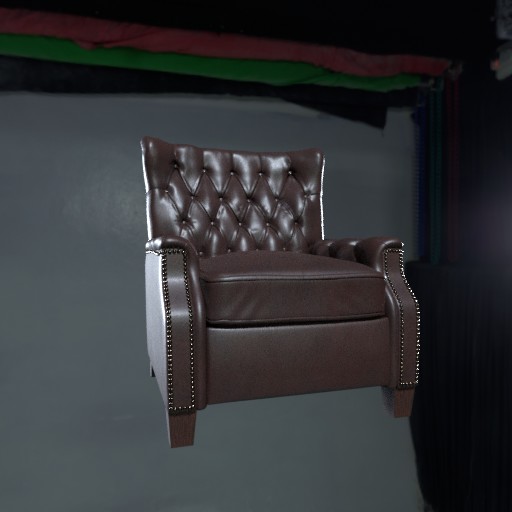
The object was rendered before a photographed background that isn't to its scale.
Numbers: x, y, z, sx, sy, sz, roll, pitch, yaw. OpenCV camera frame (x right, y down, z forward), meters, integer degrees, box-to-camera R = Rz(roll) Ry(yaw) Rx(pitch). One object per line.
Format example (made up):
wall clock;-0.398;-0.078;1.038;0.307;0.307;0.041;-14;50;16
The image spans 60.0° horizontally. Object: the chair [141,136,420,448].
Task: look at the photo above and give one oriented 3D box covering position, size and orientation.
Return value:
chair;0.000;0.000;1.462;0.709;0.864;0.823;0;1;-17
